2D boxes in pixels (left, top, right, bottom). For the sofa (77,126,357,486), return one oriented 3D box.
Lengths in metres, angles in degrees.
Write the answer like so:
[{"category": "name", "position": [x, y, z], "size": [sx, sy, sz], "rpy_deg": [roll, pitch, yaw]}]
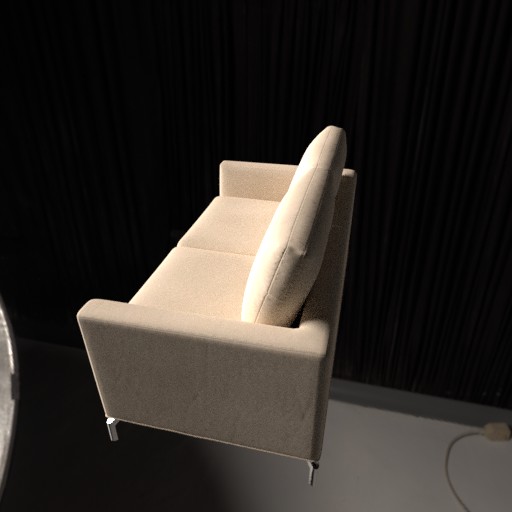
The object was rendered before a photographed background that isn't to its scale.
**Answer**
[{"category": "sofa", "position": [0.000, 0.000, 2.273], "size": [0.906, 0.995, 1.739], "rpy_deg": [7, 31, 12]}]
